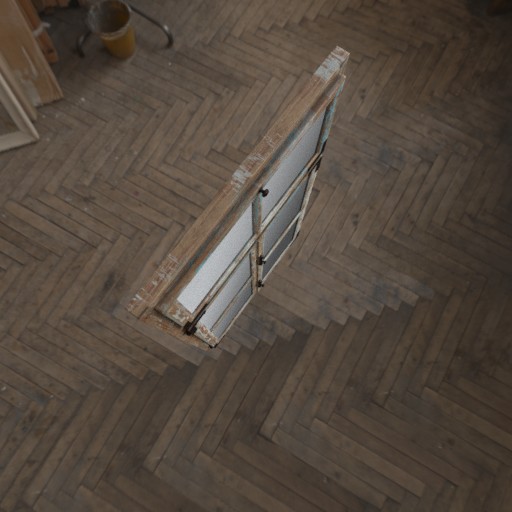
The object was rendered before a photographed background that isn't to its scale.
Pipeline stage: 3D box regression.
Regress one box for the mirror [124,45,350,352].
[{"bbox_3d":[0.000,0.000,1.466,0.083,1.213,0.707,35,78,9],"label":"mirror"}]
